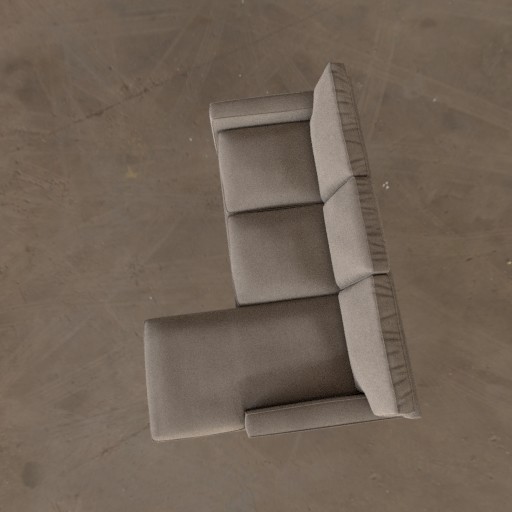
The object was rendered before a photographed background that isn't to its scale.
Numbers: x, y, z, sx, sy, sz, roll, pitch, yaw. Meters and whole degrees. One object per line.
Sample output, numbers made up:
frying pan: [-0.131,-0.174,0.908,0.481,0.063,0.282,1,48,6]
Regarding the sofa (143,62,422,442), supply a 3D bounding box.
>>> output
sofa: [0.000,0.000,2.779,1.496,0.861,2.087,-7,76,-2]
